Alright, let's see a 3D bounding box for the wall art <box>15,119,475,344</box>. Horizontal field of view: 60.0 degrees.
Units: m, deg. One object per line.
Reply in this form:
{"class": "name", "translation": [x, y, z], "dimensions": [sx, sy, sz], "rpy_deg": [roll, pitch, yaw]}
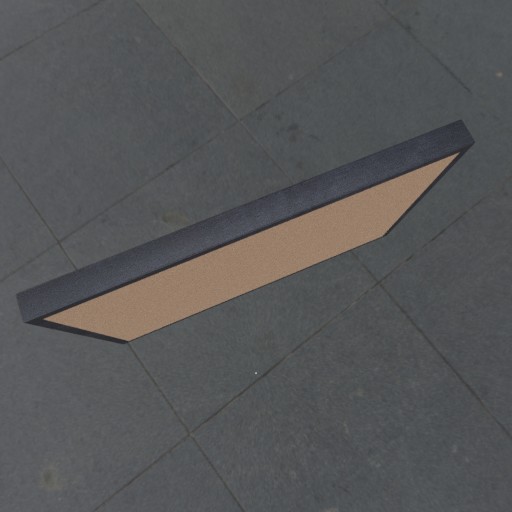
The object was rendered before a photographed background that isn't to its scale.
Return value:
{"class": "wall art", "translation": [0.000, 0.000, 0.751], "dimensions": [0.610, 0.409, 0.038], "rpy_deg": [-22, 76, -6]}
